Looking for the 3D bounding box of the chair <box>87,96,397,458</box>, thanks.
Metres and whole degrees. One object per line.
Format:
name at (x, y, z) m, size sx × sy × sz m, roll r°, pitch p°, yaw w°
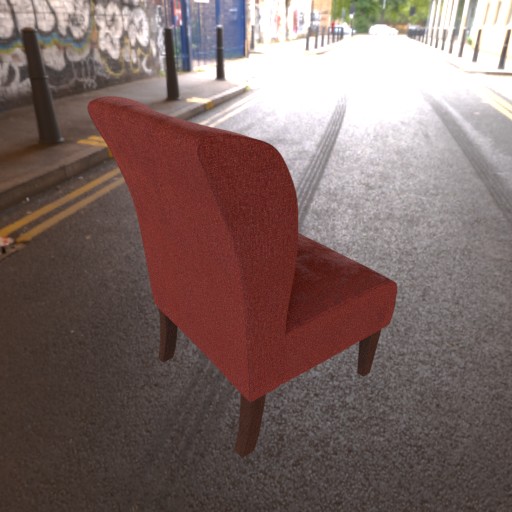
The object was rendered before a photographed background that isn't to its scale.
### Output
chair at (0.000, 0.000, 1.237) m, size 0.640 × 0.846 × 0.538 m, roll -19°, pitch 33°, yaw -32°
